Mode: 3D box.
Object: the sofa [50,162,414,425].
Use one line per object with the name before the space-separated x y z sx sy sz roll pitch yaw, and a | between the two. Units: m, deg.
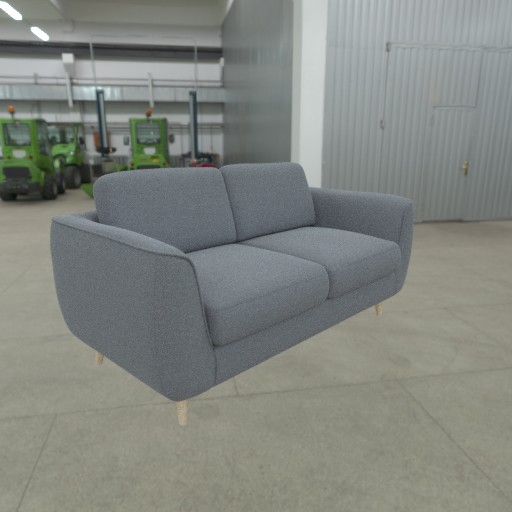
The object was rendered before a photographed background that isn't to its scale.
sofa | 0.000 0.000 2.166 0.920 0.850 1.700 14 20 42
